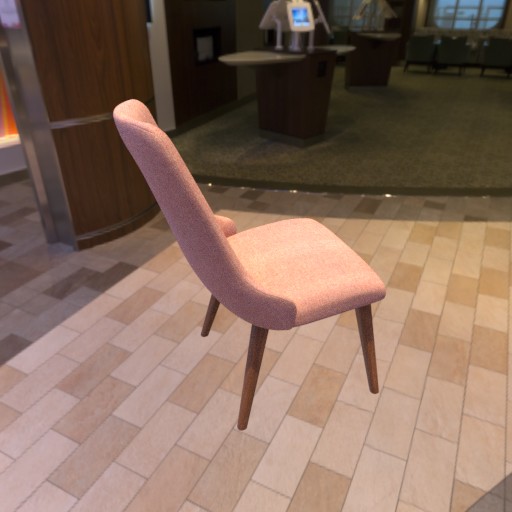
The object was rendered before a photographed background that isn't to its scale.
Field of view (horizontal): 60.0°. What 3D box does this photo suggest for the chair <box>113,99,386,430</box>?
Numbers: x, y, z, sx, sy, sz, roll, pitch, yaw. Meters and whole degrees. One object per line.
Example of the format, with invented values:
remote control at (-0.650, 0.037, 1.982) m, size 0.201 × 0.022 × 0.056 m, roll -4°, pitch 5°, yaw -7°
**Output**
chair at (0.000, 0.000, 1.364) m, size 0.707 × 0.918 × 0.535 m, roll -10°, pitch 32°, yaw -17°
